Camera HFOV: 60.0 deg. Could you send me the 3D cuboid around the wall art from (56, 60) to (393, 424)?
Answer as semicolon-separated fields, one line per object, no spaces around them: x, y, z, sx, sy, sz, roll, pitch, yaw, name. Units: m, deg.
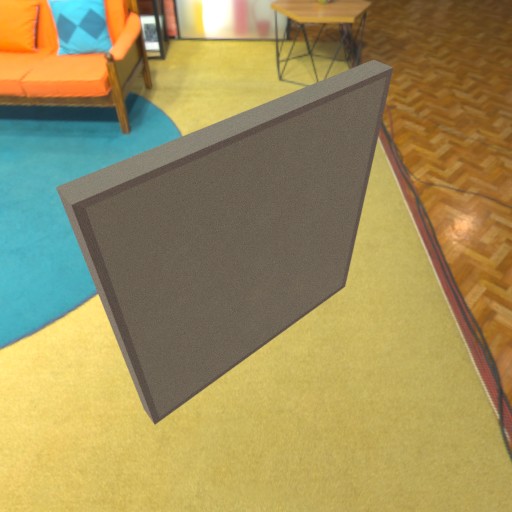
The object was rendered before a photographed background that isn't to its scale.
0.000;0.000;0.743;0.508;0.506;0.038;-31;53;-27;wall art
